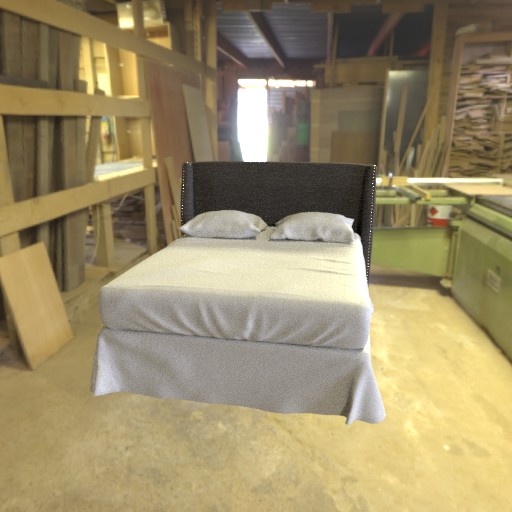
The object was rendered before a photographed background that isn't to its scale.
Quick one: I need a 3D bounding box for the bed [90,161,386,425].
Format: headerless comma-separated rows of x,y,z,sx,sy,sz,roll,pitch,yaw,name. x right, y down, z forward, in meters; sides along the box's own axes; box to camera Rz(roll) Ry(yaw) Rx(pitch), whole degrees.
0.000,0.000,3.518,1.925,1.332,2.276,3,16,10,bed
